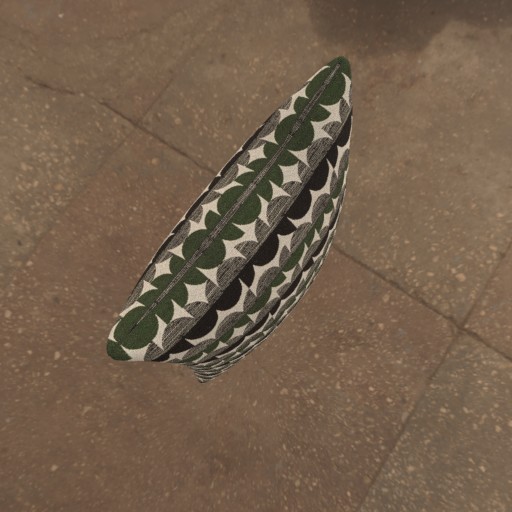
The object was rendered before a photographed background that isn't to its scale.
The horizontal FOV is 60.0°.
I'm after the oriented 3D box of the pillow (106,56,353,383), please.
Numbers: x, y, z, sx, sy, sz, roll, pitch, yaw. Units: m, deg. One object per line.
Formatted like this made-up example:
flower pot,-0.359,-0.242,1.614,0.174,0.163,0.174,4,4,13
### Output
pillow,0.000,0.000,0.650,0.180,0.404,0.419,35,79,8
